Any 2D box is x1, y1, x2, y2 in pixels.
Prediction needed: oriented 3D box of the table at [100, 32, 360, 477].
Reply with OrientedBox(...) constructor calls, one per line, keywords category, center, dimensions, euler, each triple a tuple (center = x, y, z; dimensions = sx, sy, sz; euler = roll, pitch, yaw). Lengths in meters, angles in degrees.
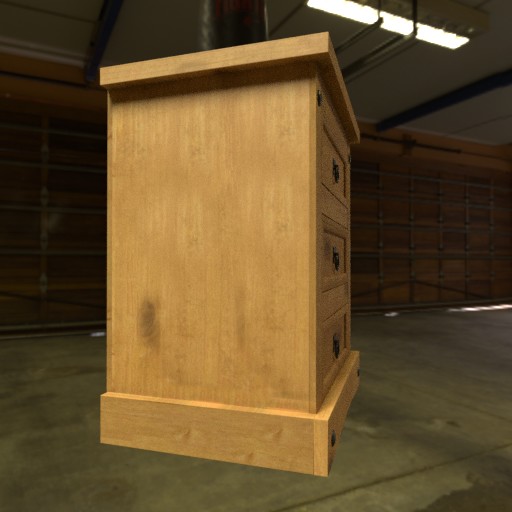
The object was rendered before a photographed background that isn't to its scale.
OrientedBox(category="table", center=(0.000, 0.000, 1.197), dimensions=(0.500, 0.813, 0.660), euler=(0, -1, 18))
